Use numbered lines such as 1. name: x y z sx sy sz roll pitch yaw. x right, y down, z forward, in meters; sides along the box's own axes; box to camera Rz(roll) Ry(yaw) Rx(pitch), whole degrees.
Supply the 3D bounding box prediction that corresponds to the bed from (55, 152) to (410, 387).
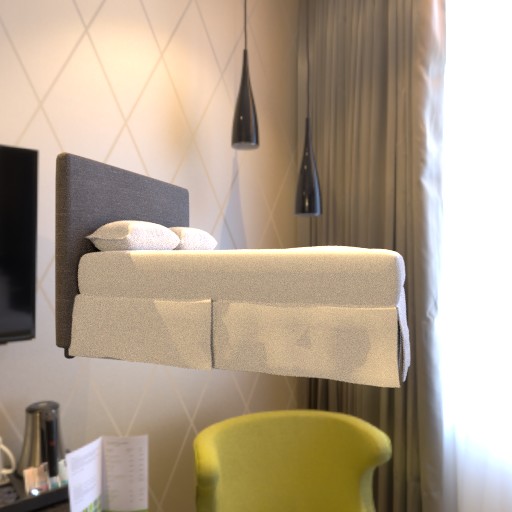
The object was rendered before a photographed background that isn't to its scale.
1. bed: 0.000 0.000 3.261 2.142 1.330 1.723 0 0 19
